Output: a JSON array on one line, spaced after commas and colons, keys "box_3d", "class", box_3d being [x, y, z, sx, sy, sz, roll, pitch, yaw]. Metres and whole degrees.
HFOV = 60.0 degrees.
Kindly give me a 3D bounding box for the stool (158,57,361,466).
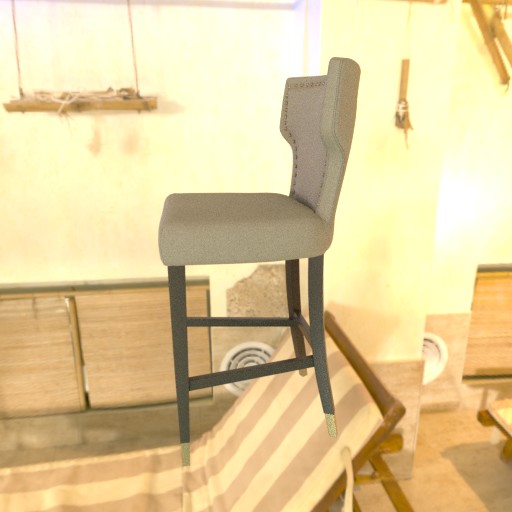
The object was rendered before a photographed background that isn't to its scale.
[{"box_3d": [0.000, 0.000, 1.382, 0.563, 1.092, 0.526, -3, 16, -9], "class": "stool"}]
